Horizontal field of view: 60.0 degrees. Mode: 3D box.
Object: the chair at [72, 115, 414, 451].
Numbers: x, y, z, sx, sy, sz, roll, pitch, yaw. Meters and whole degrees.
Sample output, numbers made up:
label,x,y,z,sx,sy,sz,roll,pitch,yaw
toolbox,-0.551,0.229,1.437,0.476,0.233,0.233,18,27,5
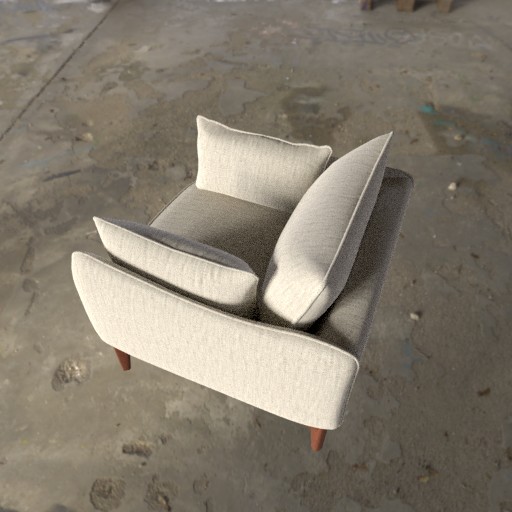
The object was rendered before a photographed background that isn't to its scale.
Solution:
label,x,y,z,sx,sy,sz,roll,pitch,yaw
chair,0.000,0.000,1.742,0.991,0.855,0.994,17,48,16
